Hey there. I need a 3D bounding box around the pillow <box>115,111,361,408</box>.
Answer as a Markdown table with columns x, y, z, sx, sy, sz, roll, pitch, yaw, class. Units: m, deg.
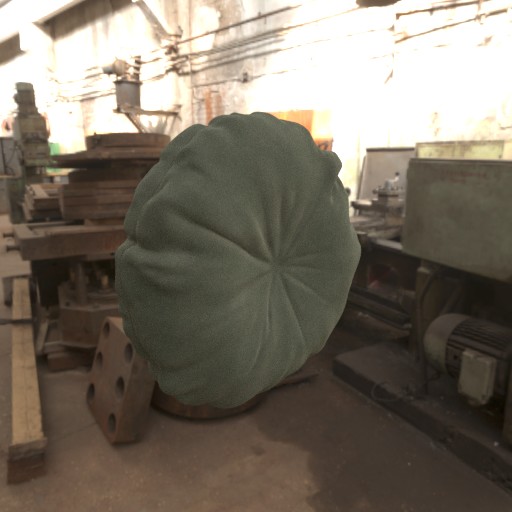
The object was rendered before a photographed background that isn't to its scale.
| x | y | z | sx | sy | sz | roll | pitch | yaw | class |
| --- | --- | --- | --- | --- | --- | --- | --- | --- | --- |
| 0.000 | 0.000 | 0.656 | 0.428 | 0.407 | 0.148 | -12 | 17 | -43 | pillow |
